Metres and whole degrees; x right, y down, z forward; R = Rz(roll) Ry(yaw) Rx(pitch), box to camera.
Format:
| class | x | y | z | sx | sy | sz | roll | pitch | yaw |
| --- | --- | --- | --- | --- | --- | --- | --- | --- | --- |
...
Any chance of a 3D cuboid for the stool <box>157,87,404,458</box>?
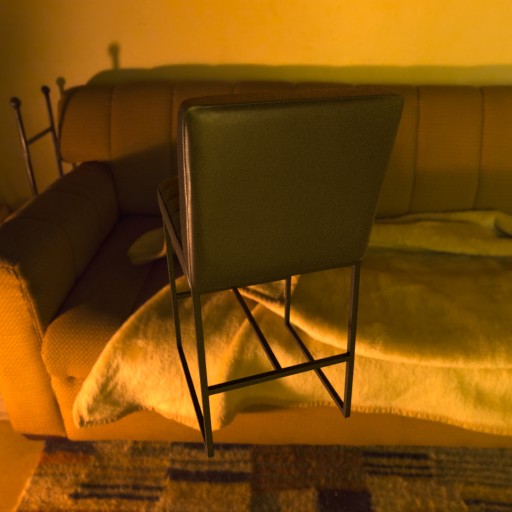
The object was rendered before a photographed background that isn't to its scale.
| class | x | y | z | sx | sy | sz | roll | pitch | yaw |
| --- | --- | --- | --- | --- | --- | --- | --- | --- | --- |
| stool | 0.000 | 0.000 | 1.247 | 0.457 | 0.938 | 0.552 | -9 | 30 | -17 |
